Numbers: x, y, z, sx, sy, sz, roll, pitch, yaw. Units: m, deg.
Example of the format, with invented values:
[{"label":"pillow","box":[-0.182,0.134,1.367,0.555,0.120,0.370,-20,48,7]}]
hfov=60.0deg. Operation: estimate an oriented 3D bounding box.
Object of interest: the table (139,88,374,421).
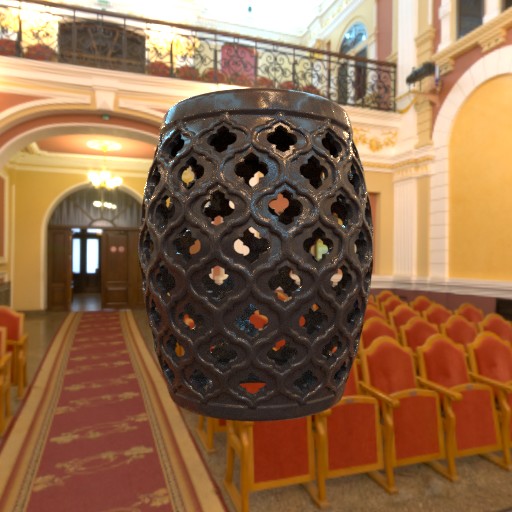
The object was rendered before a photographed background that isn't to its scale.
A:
[{"label":"table","box":[0.000,0.000,0.634,0.325,0.388,0.325,0,0,0]}]
